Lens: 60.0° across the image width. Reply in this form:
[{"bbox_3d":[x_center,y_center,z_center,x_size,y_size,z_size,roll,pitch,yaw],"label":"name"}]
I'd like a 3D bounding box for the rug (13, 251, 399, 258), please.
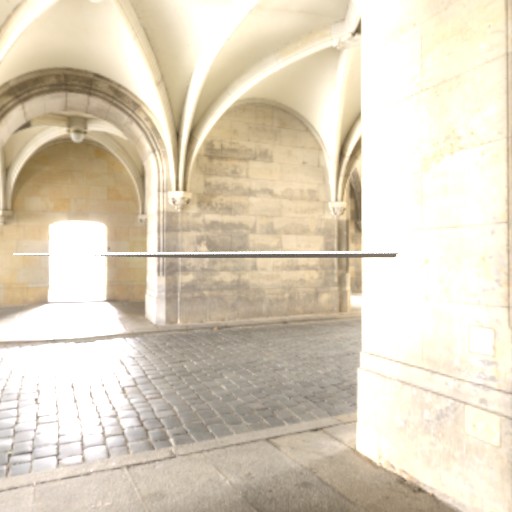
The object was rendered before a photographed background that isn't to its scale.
[{"bbox_3d":[0.000,0.000,4.039,2.447,0.014,3.061,0,-1,17],"label":"rug"}]
